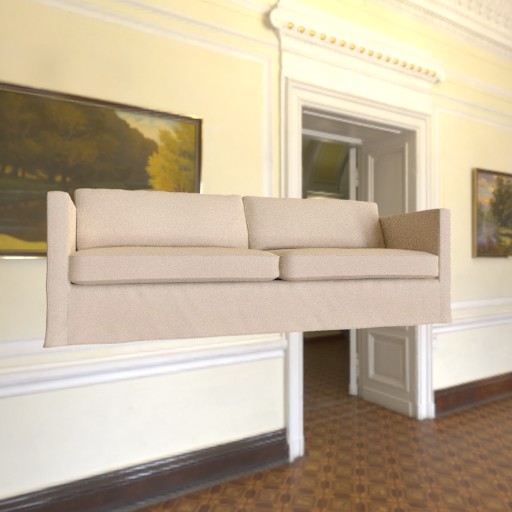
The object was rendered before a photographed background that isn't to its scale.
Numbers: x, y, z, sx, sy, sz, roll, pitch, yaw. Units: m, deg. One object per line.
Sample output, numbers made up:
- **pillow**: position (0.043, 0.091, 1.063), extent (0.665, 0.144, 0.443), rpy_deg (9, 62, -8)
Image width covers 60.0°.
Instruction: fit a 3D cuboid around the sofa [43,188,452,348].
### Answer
- **sofa**: position (0.000, 0.000, 3.301), extent (2.779, 0.999, 1.036), rpy_deg (0, 0, -19)
